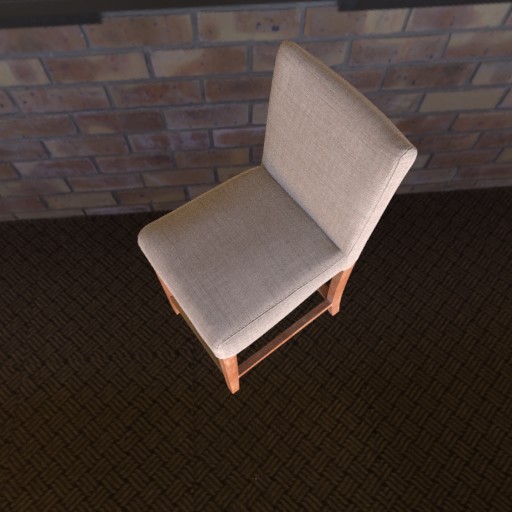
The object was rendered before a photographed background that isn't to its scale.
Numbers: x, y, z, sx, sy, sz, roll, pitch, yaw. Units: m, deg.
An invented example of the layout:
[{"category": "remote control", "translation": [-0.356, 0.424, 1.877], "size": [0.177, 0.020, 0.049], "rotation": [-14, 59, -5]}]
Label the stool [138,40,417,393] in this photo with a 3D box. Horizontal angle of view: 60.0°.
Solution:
[{"category": "stool", "translation": [0.000, 0.000, 1.376], "size": [0.567, 1.039, 0.454], "rotation": [-34, 68, -16]}]
